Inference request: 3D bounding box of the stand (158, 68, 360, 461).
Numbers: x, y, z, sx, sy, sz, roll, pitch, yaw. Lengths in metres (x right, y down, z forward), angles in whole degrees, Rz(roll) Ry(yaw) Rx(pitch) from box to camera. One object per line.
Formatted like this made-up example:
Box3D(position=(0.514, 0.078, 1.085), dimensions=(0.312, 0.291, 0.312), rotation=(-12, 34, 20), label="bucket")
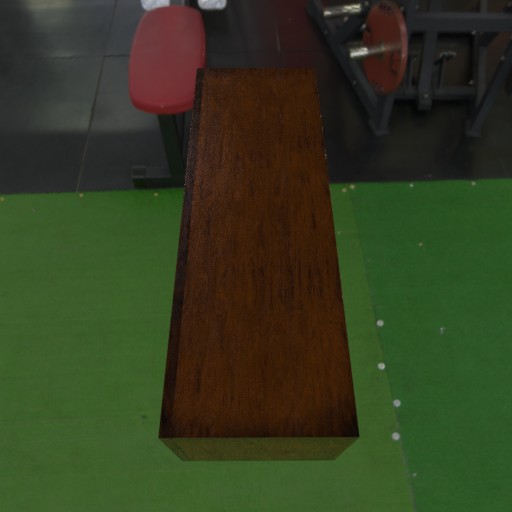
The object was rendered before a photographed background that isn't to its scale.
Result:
Box3D(position=(0.000, 0.000, 1.651), dimensions=(0.481, 0.610, 1.372), rotation=(0, 58, 0), label="stand")
